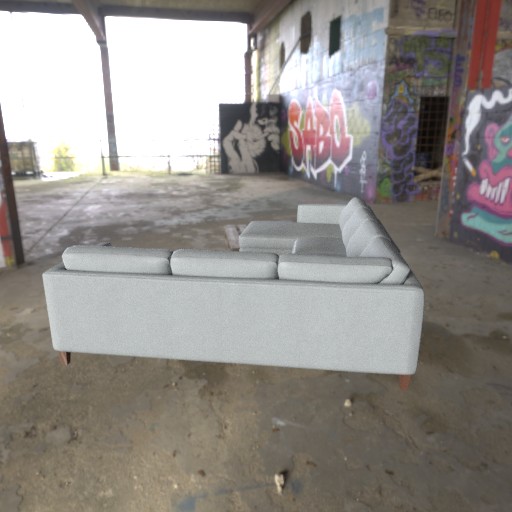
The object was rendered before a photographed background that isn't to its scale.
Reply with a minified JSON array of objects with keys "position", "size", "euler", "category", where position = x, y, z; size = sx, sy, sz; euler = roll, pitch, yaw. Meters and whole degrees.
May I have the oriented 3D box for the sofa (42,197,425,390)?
[{"position":[0.000,0.000,4.435],"size":[2.551,0.853,3.238],"euler":[2,16,8],"category":"sofa"}]
